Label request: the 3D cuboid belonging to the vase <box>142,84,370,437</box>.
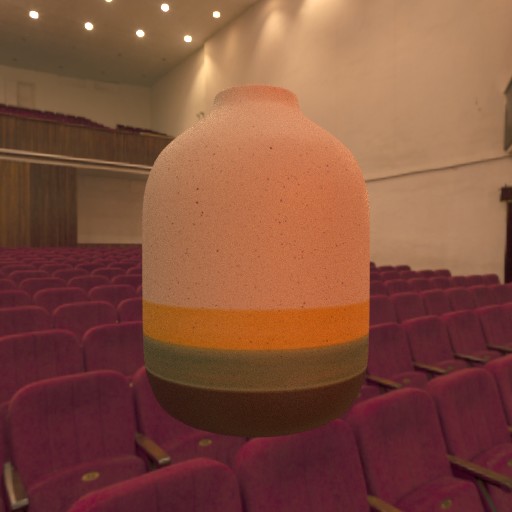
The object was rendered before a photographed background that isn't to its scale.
[{"bbox_3d":[0.000,0.000,0.341,0.169,0.240,0.169,0,1,0],"label":"vase"}]
